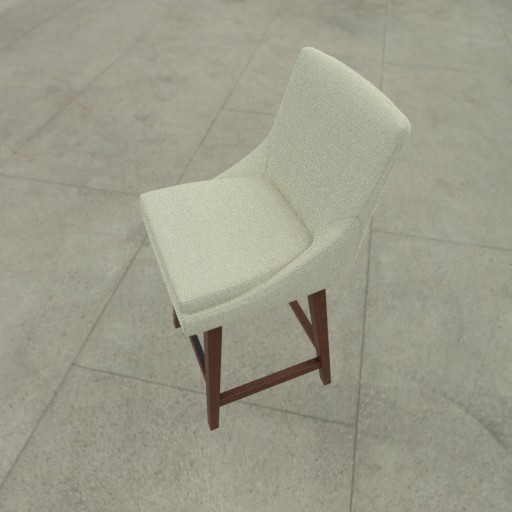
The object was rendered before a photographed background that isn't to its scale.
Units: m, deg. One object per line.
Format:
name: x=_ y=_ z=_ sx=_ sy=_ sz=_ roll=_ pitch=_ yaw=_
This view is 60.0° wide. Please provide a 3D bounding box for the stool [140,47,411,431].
stool: x=0.000 y=0.000 z=1.310 sx=0.559 sy=0.991 sz=0.469 roll=-17 pitch=48 yaw=-15
